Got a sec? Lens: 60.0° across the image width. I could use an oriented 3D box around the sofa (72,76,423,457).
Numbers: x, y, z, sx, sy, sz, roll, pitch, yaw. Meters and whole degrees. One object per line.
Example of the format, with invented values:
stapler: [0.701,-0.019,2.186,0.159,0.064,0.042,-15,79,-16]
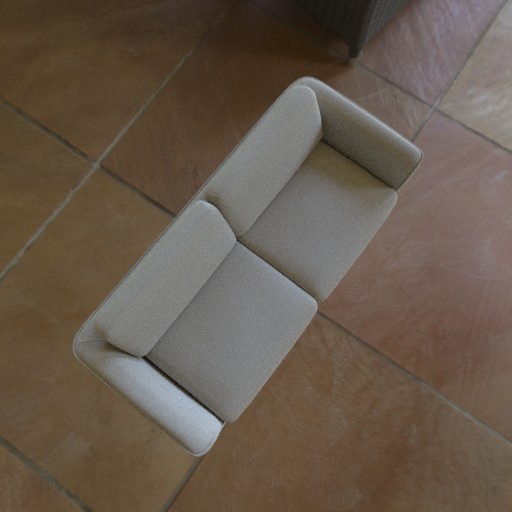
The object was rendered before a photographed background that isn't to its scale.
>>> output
sofa: [0.000,0.000,2.485,0.920,0.850,2.000,37,79,8]
